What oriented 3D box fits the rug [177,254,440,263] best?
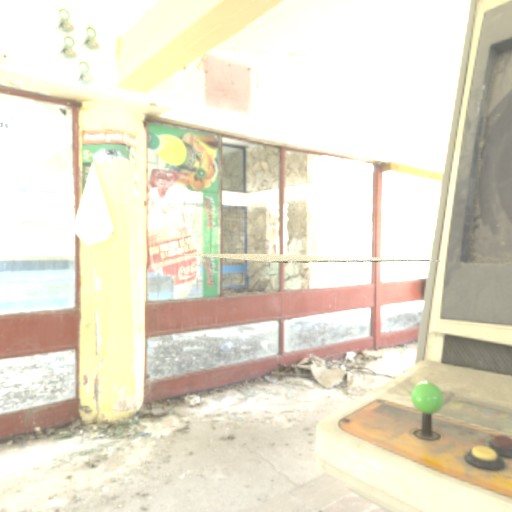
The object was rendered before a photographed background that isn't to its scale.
[{"bbox_3d":[0.000,0.000,2.557,0.620,0.008,2.372,0,1,-18],"label":"rug"}]
